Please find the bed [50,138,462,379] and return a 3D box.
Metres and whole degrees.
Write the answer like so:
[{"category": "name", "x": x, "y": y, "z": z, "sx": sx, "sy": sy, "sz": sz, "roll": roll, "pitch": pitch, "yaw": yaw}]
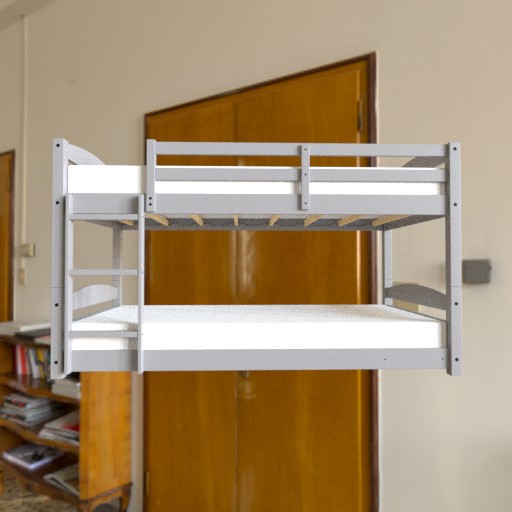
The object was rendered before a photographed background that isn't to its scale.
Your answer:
[{"category": "bed", "x": 0.000, "y": 0.000, "z": 2.693, "sx": 2.013, "sy": 1.206, "sz": 1.105, "roll": 0, "pitch": -1, "yaw": -2}]
